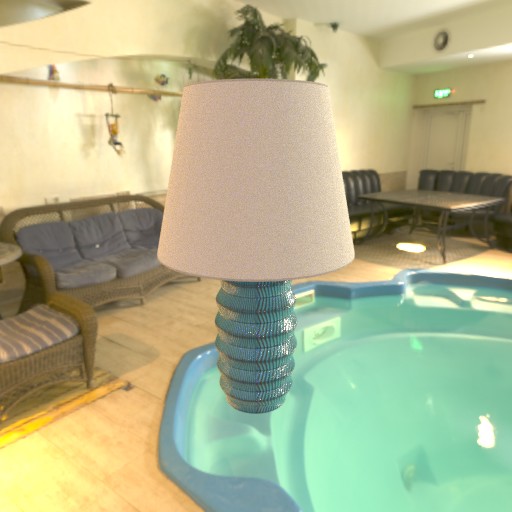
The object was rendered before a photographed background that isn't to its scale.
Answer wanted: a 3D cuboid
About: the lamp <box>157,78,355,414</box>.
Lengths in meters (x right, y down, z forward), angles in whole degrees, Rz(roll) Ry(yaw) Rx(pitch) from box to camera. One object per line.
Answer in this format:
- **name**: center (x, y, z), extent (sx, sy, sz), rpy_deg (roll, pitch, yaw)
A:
- **lamp**: center (0.000, 0.000, 0.816), extent (0.355, 0.582, 0.355), rpy_deg (0, 15, 0)
